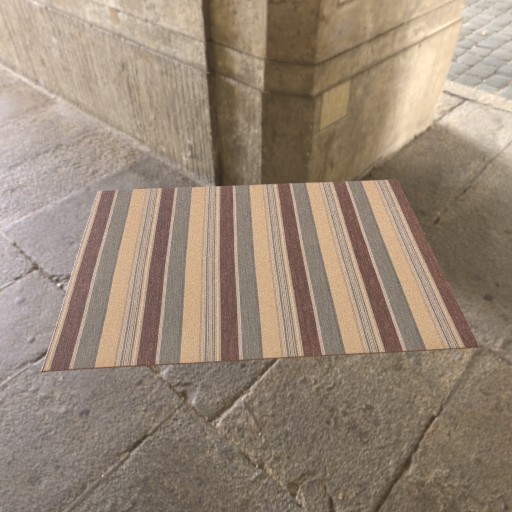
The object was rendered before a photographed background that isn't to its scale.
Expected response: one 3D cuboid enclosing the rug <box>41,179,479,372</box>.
[{"bbox_3d":[0.000,0.000,2.271,1.829,0.008,1.219,-3,45,-3],"label":"rug"}]
